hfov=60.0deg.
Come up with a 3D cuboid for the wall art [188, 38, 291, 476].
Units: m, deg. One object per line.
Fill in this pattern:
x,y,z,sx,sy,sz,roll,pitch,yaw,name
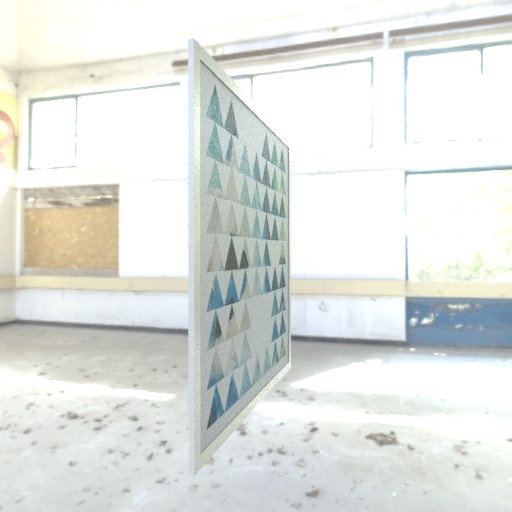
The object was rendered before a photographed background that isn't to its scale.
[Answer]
0.000,0.000,1.207,0.012,0.809,0.809,0,1,17,wall art
